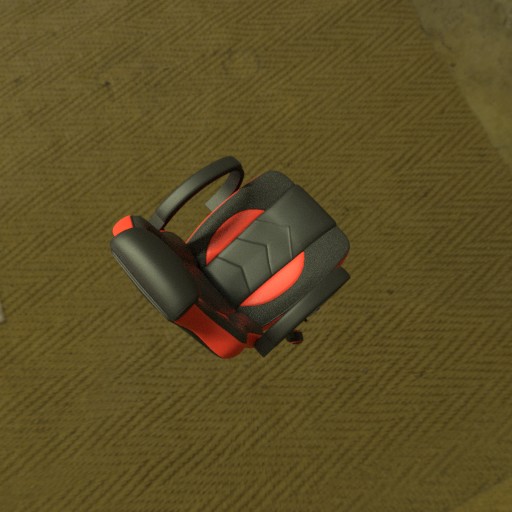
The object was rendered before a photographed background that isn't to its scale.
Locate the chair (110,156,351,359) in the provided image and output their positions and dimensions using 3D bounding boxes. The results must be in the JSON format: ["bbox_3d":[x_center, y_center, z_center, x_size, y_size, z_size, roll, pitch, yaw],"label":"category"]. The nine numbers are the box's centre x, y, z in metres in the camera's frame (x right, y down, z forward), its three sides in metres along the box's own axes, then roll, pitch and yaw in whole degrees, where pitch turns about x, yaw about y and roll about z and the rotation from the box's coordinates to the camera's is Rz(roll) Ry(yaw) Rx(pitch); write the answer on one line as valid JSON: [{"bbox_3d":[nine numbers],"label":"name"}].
[{"bbox_3d":[0.000,0.000,1.423,0.642,1.016,0.600,-41,78,-11],"label":"chair"}]
